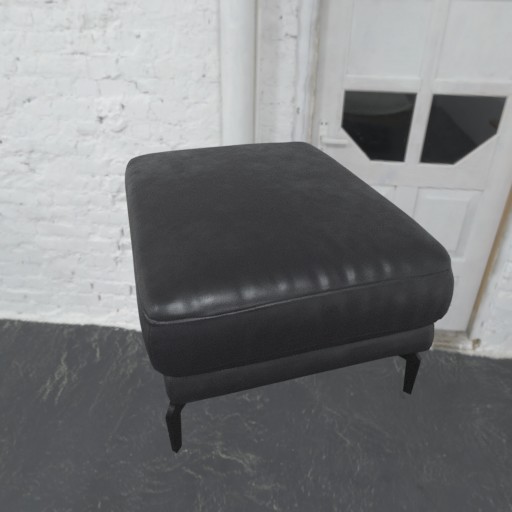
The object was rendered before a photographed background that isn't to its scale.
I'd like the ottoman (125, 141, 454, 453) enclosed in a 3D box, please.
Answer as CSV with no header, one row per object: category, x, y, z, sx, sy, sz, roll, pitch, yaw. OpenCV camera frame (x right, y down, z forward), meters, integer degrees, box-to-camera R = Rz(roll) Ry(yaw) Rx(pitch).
ottoman,0.000,0.000,1.084,0.570,0.402,0.764,-9,32,-14
